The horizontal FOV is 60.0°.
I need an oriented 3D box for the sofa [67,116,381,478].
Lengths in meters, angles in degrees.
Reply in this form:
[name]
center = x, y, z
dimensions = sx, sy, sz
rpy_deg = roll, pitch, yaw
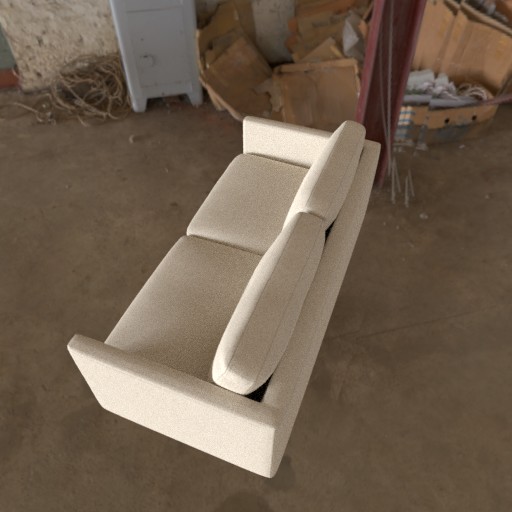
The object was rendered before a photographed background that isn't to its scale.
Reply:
[sofa]
center = 0.000, 0.000, 2.500
dimensions = 0.965, 0.889, 1.981
rpy_deg = 16, 50, 14
